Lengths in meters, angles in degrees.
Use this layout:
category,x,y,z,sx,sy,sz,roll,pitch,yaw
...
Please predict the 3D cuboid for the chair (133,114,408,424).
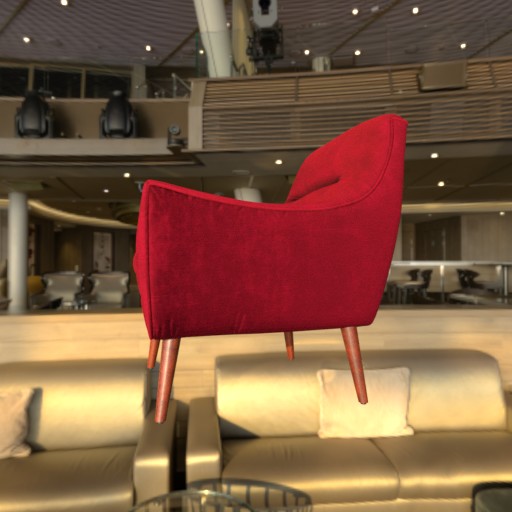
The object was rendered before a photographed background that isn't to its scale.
category,x,y,z,sx,sy,sz,roll,pitch,yaw
chair,0.000,0.000,1.473,0.787,0.838,0.762,0,-1,-16
